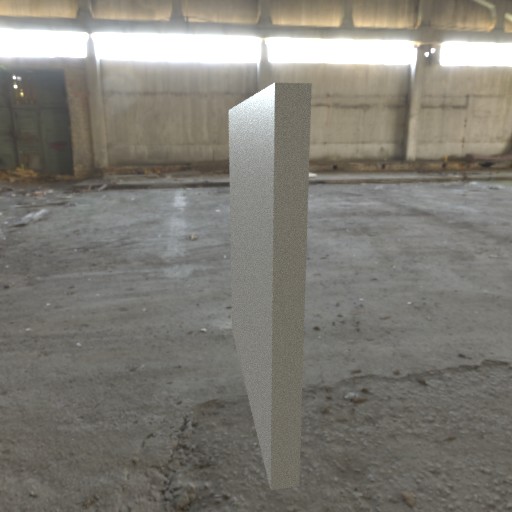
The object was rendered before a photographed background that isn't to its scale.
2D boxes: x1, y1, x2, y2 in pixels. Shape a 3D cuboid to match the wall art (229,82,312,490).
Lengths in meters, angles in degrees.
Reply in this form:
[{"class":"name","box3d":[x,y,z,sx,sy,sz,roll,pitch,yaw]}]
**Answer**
[{"class":"wall art","box3d":[0.000,0.000,0.537,0.027,0.355,0.355,-2,15,-8]}]
